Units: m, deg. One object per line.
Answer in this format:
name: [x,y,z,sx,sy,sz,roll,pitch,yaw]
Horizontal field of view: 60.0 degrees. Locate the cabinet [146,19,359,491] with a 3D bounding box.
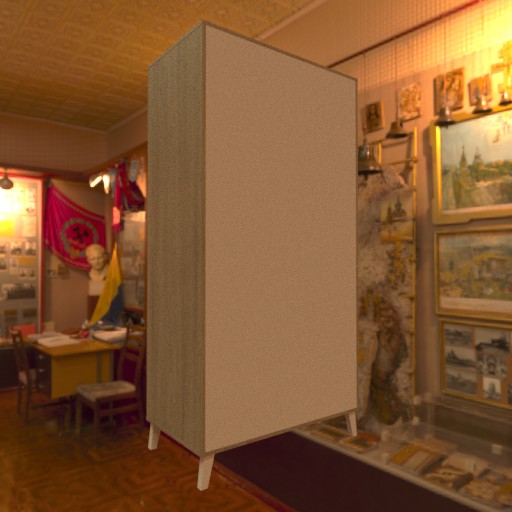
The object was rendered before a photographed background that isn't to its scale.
cabinet: [0.000,0.000,2.404,1.006,1.999,0.571,1,-1,-37]
